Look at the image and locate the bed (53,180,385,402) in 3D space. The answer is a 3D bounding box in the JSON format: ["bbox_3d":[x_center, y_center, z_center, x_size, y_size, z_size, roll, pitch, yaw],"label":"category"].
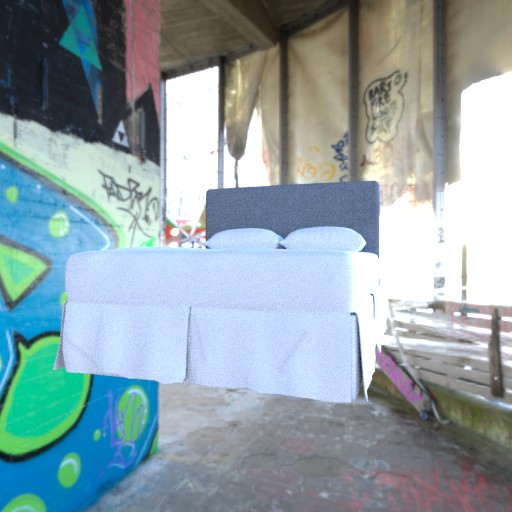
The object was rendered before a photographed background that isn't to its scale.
[{"bbox_3d":[0.000,0.000,3.171,1.723,1.330,2.142,0,0,19],"label":"bed"}]
